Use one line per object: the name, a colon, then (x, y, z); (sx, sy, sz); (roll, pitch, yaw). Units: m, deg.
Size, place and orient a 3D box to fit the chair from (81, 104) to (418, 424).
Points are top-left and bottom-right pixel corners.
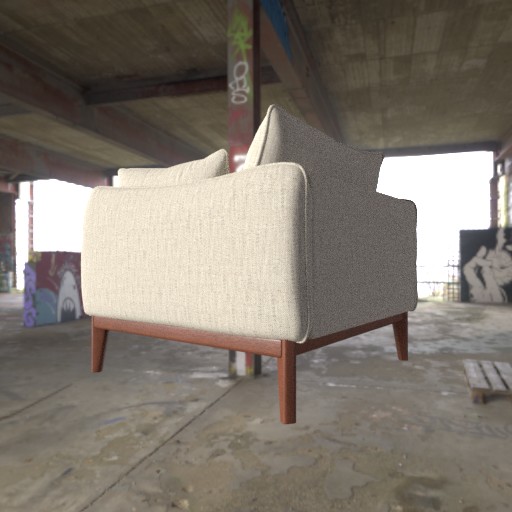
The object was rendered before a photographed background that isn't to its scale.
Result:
chair: (0.000, 0.000, 1.747); (0.991, 0.855, 0.994); (0, 0, 37)
